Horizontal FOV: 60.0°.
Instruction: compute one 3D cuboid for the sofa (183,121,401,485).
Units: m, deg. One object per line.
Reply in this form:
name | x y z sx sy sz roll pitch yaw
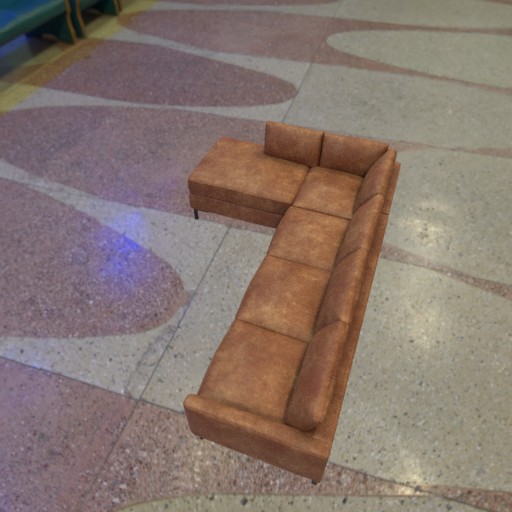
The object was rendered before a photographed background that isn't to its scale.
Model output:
sofa | 0.000 0.000 3.745 1.938 0.877 2.984 15 49 14
